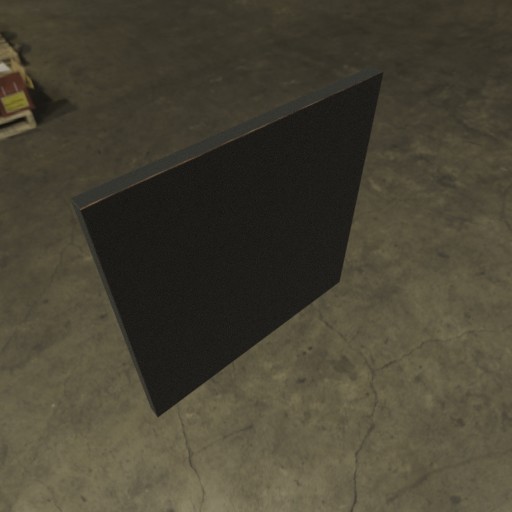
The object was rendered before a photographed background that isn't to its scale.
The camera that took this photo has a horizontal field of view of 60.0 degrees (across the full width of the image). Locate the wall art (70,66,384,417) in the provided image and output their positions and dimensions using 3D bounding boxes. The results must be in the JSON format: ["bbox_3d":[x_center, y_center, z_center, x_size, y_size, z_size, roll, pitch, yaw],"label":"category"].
[{"bbox_3d":[0.000,0.000,1.152,0.762,0.762,0.038,-32,54,-27],"label":"wall art"}]
